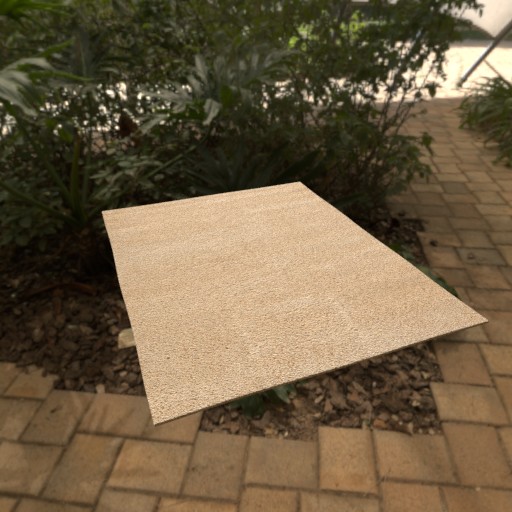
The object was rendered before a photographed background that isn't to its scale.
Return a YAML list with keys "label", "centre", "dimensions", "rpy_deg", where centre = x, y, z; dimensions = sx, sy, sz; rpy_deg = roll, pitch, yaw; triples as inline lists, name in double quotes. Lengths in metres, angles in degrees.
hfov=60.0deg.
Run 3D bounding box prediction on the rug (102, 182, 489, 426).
- label: "rug"
  centre: [0.000, 0.000, 4.000]
  dimensions: [2.400, 0.025, 3.000]
  rpy_deg: [-11, 32, -19]
